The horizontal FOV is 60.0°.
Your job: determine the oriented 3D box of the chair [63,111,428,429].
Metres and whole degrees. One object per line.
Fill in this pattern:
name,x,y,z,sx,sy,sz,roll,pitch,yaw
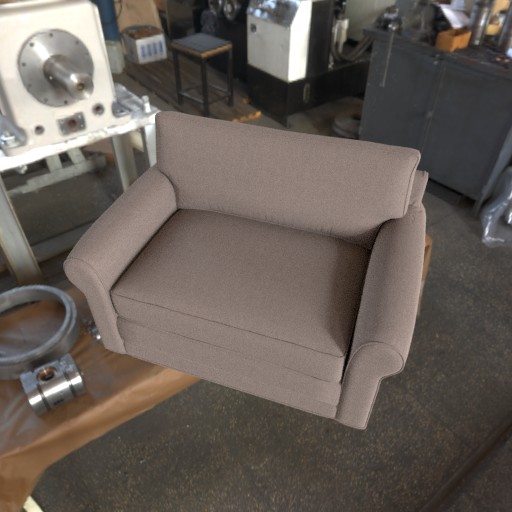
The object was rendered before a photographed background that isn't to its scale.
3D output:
chair,0.000,0.000,1.994,1.390,0.930,0.930,13,43,14
